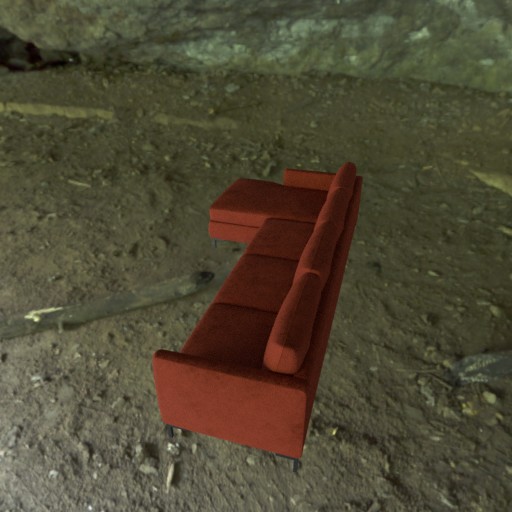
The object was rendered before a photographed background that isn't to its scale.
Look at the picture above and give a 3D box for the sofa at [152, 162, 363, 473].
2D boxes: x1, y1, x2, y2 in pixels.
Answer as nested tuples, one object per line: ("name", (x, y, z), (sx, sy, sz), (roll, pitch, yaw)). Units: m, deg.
("sofa", (0.000, 0.000, 2.907), (1.136, 0.663, 2.467), (9, 32, 14))
